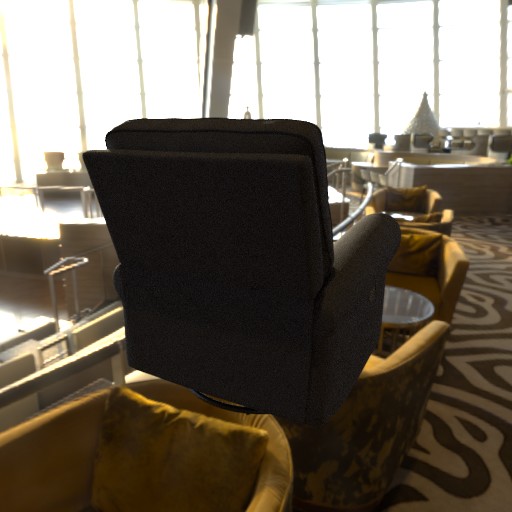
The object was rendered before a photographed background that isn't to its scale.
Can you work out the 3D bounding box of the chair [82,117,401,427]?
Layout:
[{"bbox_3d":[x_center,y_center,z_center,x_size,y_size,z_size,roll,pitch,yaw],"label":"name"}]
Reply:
[{"bbox_3d":[0.000,0.000,1.627,0.890,0.961,0.878,8,18,27],"label":"chair"}]
